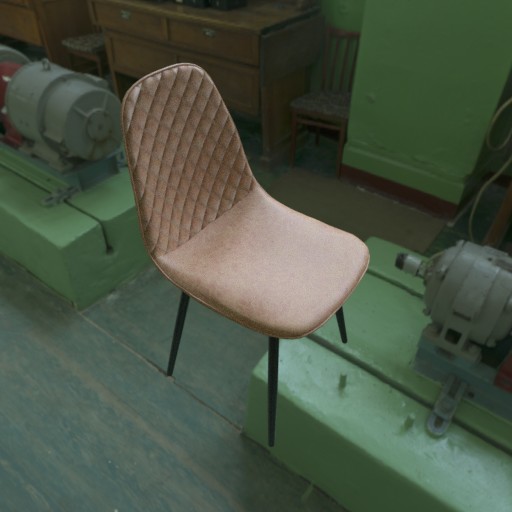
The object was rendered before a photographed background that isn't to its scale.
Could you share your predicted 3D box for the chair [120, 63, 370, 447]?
[{"bbox_3d":[0.000,0.000,1.212,0.561,0.889,0.472,25,47,26],"label":"chair"}]
